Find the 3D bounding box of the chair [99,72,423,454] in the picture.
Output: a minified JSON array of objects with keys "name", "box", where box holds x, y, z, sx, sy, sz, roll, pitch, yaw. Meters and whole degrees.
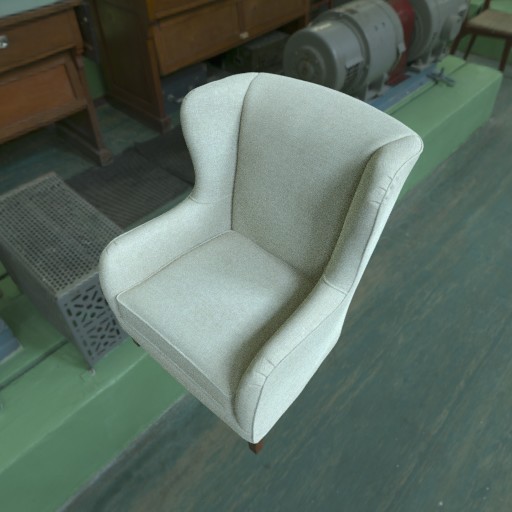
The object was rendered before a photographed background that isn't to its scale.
[{"name":"chair","box":[0.000,0.000,1.739,0.838,1.040,0.966,33,55,27]}]
